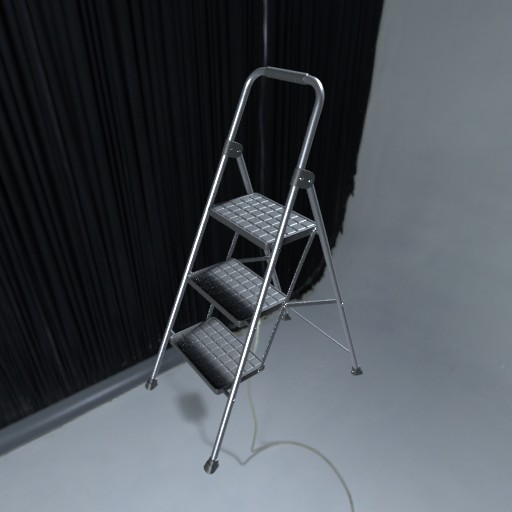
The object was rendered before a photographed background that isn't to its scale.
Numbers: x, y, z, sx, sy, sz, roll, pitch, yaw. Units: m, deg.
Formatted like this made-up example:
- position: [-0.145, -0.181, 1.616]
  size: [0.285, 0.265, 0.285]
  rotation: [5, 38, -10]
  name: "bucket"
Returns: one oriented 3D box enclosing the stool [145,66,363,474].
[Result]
- position: [0.000, 0.000, 1.458]
  size: [0.733, 1.121, 0.473]
  rotation: [-21, 37, -31]
  name: "stool"
